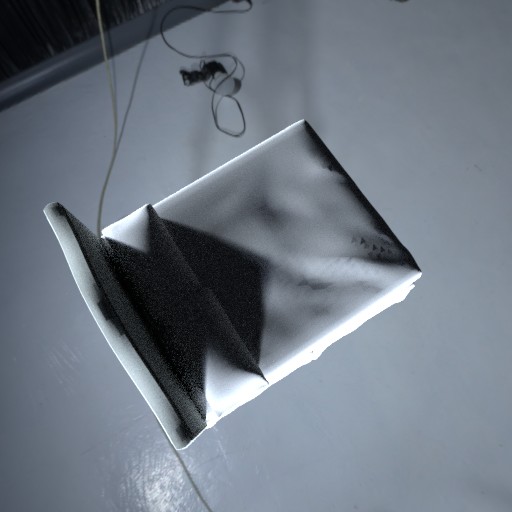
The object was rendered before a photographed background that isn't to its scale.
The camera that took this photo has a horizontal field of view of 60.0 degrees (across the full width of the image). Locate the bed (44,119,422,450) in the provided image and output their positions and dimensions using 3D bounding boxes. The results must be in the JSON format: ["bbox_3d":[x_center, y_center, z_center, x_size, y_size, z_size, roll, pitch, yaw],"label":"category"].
[{"bbox_3d":[0.000,0.000,3.389,2.180,1.607,1.813,-32,77,-8],"label":"bed"}]
